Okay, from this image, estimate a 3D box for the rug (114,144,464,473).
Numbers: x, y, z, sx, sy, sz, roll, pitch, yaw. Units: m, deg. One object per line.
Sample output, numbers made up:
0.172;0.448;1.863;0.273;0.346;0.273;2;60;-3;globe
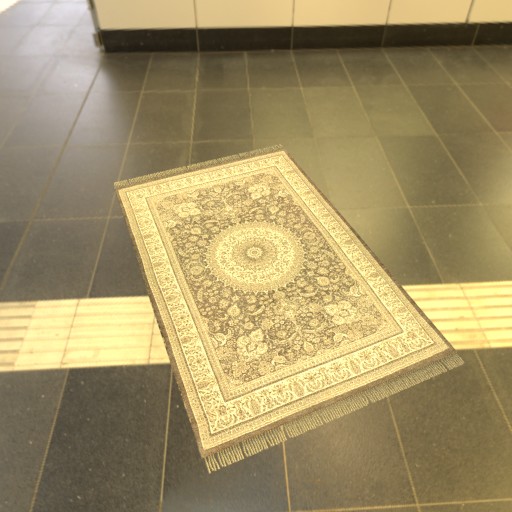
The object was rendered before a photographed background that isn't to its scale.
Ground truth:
0.000;0.000;4.276;2.143;0.015;3.422;-17;48;-16;rug
